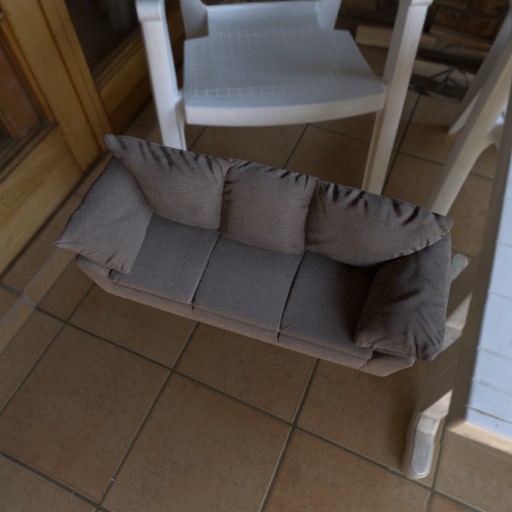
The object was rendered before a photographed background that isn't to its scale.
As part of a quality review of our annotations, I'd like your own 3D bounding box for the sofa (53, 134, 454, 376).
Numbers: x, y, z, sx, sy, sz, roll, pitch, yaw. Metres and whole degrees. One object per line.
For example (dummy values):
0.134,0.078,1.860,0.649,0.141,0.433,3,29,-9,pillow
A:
0.000,0.000,2.938,2.390,1.043,0.927,15,60,9,sofa
